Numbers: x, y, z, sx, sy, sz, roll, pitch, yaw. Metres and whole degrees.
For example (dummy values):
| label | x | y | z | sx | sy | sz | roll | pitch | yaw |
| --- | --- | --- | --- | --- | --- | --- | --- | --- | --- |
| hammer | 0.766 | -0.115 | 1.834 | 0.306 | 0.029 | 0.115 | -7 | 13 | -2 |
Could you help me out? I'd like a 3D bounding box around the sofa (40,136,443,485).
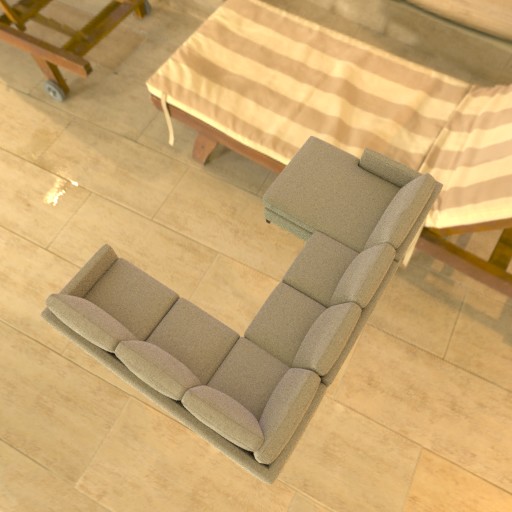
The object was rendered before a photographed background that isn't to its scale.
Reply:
| label | x | y | z | sx | sy | sz | roll | pitch | yaw |
| --- | --- | --- | --- | --- | --- | --- | --- | --- | --- |
| sofa | 0.000 | 0.000 | 4.629 | 2.593 | 0.959 | 3.460 | 31 | 68 | 14 |
